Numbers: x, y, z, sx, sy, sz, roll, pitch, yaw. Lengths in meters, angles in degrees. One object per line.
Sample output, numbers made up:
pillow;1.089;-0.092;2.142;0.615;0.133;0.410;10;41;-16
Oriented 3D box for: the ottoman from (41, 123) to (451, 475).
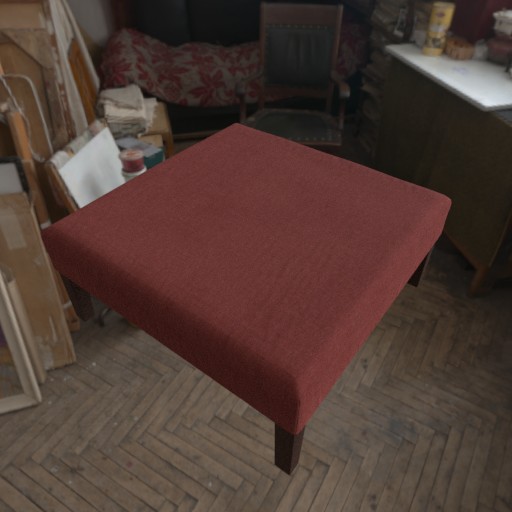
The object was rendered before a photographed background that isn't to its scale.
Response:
ottoman;0.000;0.000;1.434;0.889;0.411;0.890;27;48;27
